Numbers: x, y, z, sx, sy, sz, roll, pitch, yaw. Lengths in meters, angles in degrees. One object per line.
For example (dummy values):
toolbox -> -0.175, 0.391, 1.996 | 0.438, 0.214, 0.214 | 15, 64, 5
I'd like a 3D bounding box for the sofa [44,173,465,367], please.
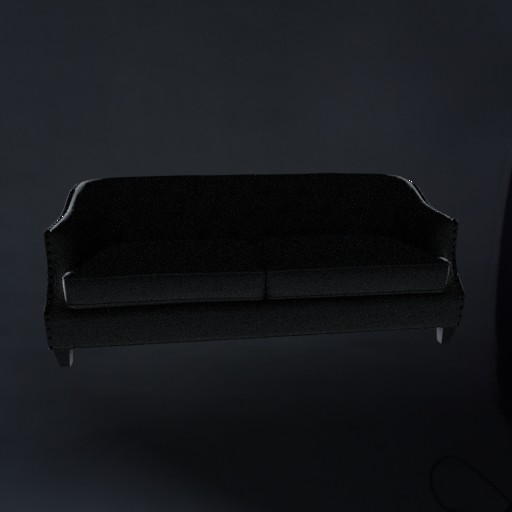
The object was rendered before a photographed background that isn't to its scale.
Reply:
sofa -> 0.000, 0.000, 2.696 | 2.235, 0.901, 0.914 | -2, 17, -7
